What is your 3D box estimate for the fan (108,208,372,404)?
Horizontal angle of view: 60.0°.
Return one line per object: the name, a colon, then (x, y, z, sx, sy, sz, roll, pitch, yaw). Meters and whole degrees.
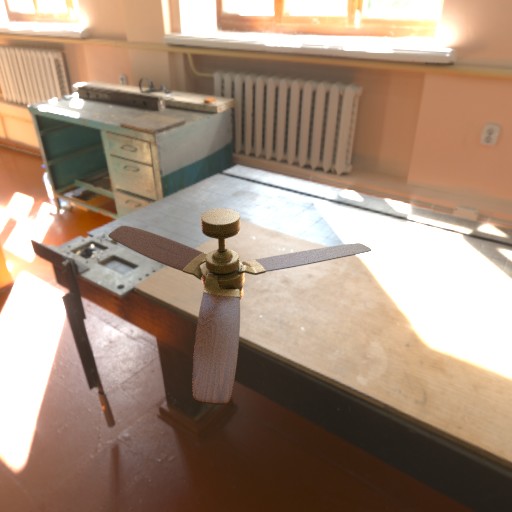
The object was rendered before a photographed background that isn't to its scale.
fan: (0.000, 0.000, 2.070, 1.271, 0.425, 1.416, -10, 32, -17)
